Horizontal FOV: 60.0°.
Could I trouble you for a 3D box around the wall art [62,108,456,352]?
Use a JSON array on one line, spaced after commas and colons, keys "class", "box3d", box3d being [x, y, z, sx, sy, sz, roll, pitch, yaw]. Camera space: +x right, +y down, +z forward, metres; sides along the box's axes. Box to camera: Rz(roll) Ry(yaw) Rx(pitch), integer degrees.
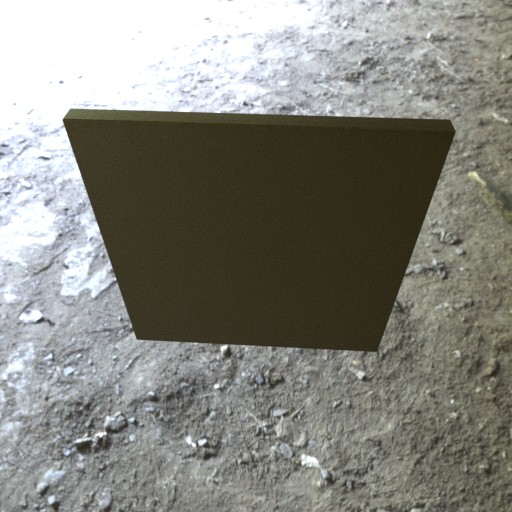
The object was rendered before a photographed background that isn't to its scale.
[{"class": "wall art", "box3d": [0.000, 0.000, 0.755, 0.503, 0.506, 0.031, 2, 46, 2]}]
